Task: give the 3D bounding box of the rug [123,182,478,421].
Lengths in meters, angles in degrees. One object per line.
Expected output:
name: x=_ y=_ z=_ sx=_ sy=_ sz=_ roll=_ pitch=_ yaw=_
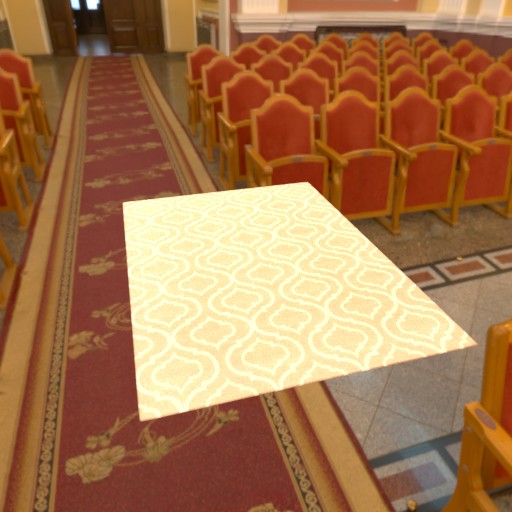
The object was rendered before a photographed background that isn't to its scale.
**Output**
rug: x=0.000 y=0.000 z=4.349 sx=2.438 sy=0.010 sz=3.353 roll=-8 pitch=32 yaw=-14
